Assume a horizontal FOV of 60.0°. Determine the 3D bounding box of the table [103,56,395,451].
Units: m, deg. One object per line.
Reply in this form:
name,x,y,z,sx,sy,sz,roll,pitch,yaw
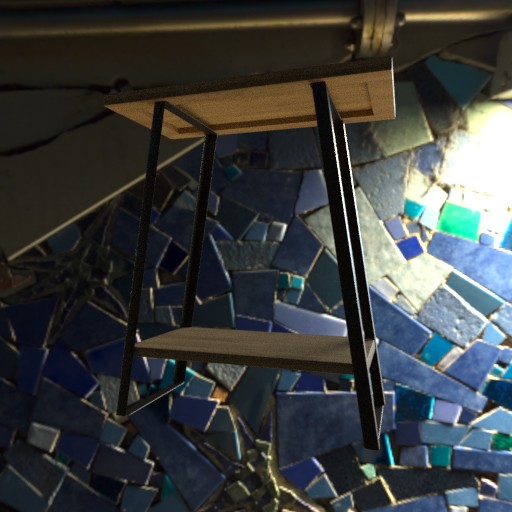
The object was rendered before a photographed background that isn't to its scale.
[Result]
table,0.000,0.000,1.010,0.599,0.701,0.300,0,0,18
